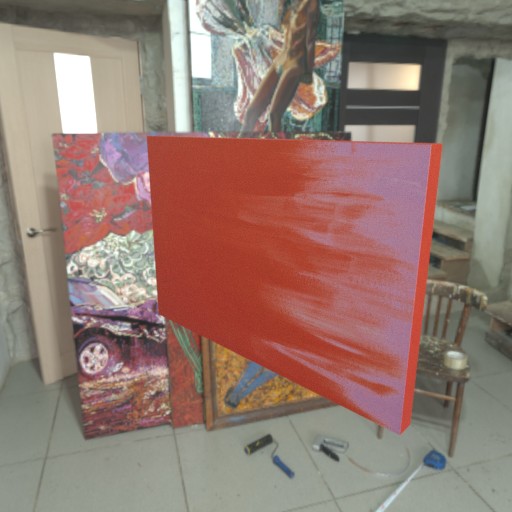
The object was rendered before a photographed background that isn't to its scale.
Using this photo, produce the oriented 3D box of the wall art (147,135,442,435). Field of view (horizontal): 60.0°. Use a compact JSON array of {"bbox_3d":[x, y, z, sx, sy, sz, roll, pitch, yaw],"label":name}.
[{"bbox_3d":[0.000,0.000,0.792,0.607,0.405,0.033,15,22,42],"label":"wall art"}]
